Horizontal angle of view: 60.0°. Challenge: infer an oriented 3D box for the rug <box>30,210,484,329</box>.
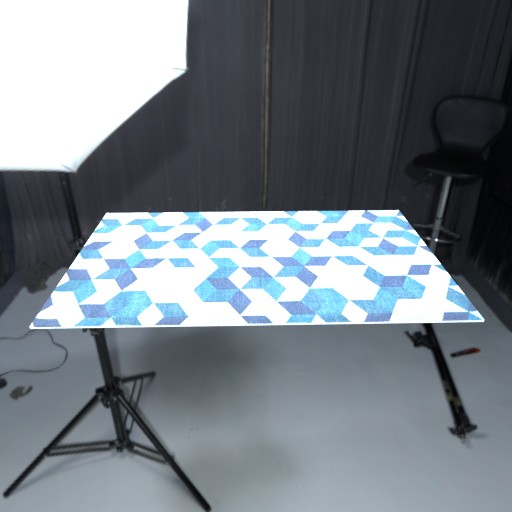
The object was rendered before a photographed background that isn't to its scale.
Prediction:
[{"bbox_3d":[0.000,0.000,3.036,2.438,0.015,1.518,-1,29,-1],"label":"rug"}]
